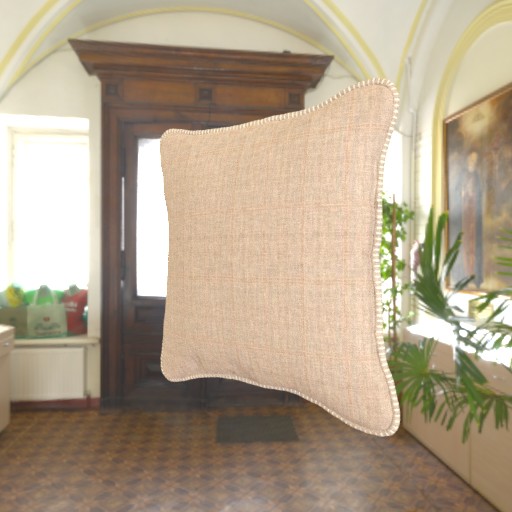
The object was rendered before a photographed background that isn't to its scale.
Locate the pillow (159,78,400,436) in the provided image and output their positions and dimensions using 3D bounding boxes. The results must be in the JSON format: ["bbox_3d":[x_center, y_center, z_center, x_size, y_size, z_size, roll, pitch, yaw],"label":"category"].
[{"bbox_3d":[0.000,0.000,0.739,0.485,0.494,0.124,0,0,38],"label":"pillow"}]
